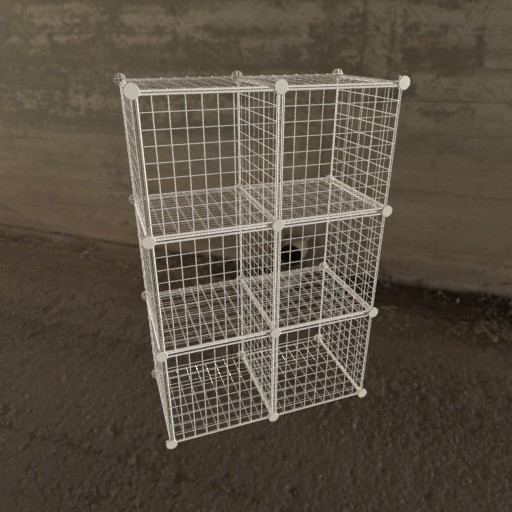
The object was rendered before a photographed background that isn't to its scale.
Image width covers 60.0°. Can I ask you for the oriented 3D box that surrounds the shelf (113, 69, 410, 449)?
[{"bbox_3d":[0.000,0.000,1.404,0.711,1.067,0.356,-9,27,-17],"label":"shelf"}]
